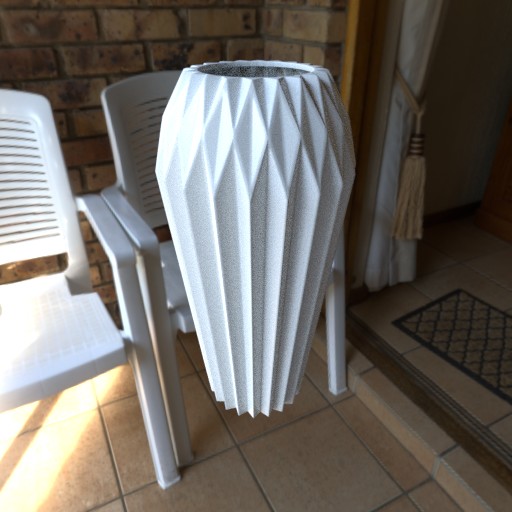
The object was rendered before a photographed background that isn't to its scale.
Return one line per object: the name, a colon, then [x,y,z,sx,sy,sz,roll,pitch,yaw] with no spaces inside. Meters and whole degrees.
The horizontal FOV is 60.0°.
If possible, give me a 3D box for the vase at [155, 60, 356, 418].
vase: [0.000,0.000,0.335,0.133,0.263,0.133,0,30,0]
